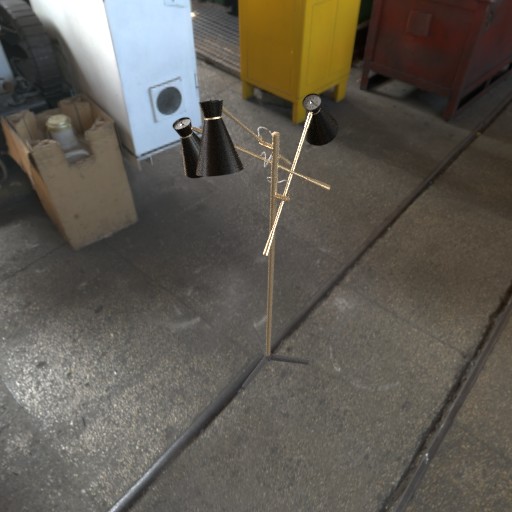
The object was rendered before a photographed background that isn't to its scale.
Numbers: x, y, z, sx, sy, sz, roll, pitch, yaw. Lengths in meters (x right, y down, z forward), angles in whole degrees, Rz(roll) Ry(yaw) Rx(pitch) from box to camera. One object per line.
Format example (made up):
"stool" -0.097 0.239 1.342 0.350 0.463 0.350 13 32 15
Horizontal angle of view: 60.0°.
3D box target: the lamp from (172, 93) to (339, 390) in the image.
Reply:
"lamp" 0.000 0.000 2.119 0.653 1.804 0.750 5 46 5
